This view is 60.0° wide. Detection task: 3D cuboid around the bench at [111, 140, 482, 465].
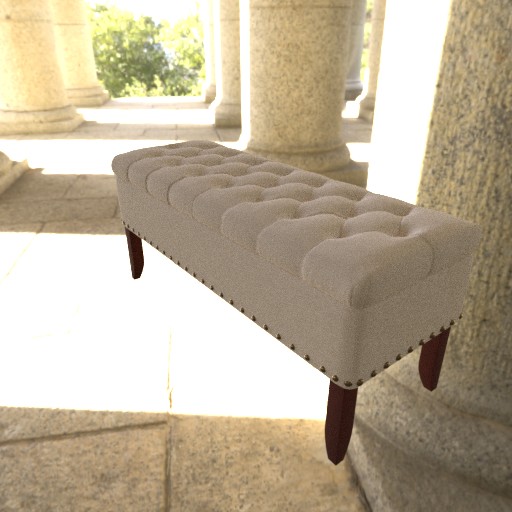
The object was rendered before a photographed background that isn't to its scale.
[{"bbox_3d":[0.000,0.000,1.265,0.400,0.470,1.054,-19,32,-33],"label":"bench"}]
